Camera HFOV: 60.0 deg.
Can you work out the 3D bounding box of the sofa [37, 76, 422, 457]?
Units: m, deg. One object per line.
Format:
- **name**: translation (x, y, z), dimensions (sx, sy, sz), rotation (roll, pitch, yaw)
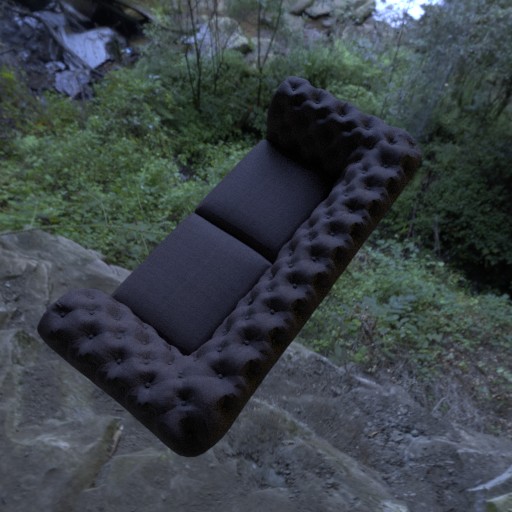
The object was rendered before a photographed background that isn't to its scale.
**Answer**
- **sofa**: translation (0.000, 0.000, 2.467), dimensions (0.944, 0.780, 2.048), rotation (34, 67, 16)
